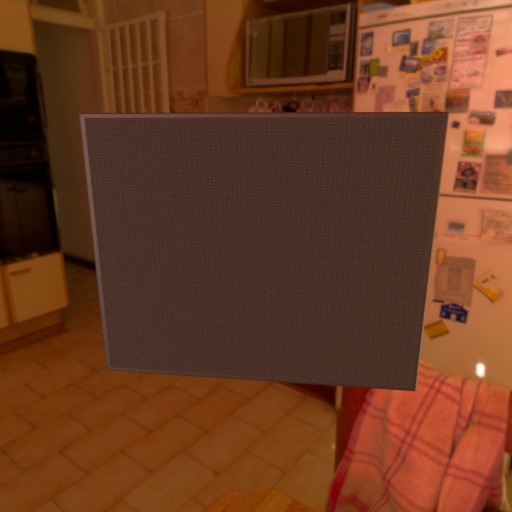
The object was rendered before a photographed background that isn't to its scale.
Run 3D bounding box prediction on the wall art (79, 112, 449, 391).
[{"bbox_3d":[0.000,0.000,0.744,0.559,0.458,0.029,2,17,7],"label":"wall art"}]
